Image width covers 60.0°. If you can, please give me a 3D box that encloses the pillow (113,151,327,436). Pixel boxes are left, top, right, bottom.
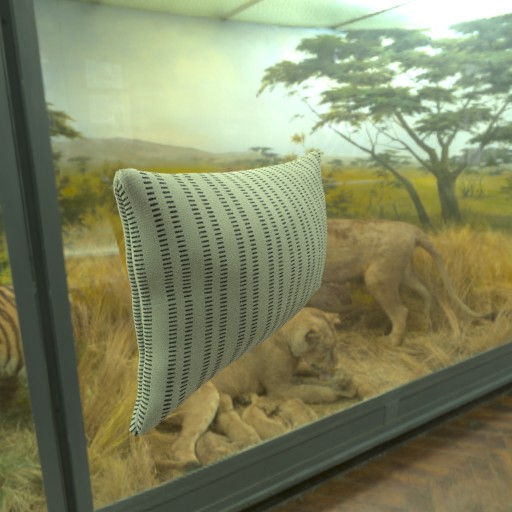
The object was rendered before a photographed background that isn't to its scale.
[{"bbox_3d":[0.000,0.000,0.808,0.210,0.353,0.640,8,17,27],"label":"pillow"}]
